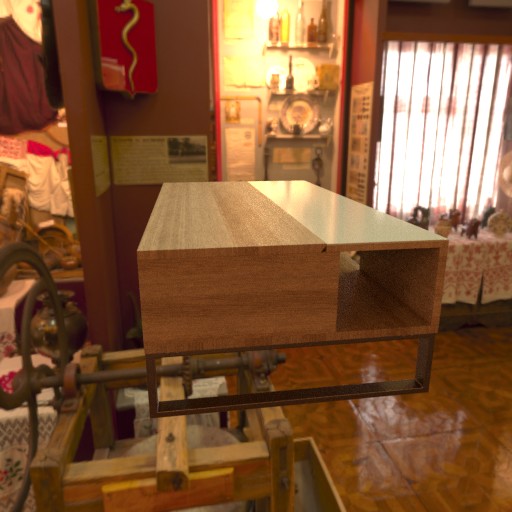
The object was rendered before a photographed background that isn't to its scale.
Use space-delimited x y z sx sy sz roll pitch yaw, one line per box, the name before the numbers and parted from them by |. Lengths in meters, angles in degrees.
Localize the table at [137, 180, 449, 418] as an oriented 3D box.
table | 0.000 0.000 1.400 0.600 0.350 1.100 -2 16 -9
